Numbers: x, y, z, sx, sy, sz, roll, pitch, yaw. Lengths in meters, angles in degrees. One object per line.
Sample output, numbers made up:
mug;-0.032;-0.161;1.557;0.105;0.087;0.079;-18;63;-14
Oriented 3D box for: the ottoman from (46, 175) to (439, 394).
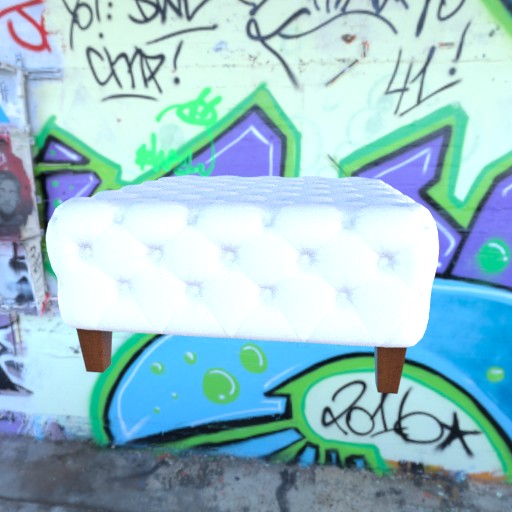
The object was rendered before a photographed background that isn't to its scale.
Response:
ottoman;0.000;0.000;1.187;0.753;0.376;0.755;2;15;7
